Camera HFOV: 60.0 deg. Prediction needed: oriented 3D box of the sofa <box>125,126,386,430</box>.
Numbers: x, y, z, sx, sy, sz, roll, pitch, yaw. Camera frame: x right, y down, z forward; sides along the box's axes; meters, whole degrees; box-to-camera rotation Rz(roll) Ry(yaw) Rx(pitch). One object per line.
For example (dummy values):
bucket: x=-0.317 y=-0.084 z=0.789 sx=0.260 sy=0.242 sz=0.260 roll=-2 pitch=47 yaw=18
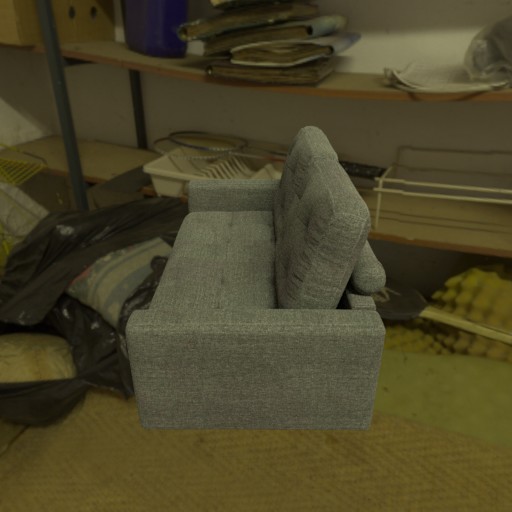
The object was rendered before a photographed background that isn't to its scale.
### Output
sofa: x=0.000 y=0.000 z=1.977 sx=0.842 sy=0.907 sz=1.407 roll=0 pitch=28 yaw=0
